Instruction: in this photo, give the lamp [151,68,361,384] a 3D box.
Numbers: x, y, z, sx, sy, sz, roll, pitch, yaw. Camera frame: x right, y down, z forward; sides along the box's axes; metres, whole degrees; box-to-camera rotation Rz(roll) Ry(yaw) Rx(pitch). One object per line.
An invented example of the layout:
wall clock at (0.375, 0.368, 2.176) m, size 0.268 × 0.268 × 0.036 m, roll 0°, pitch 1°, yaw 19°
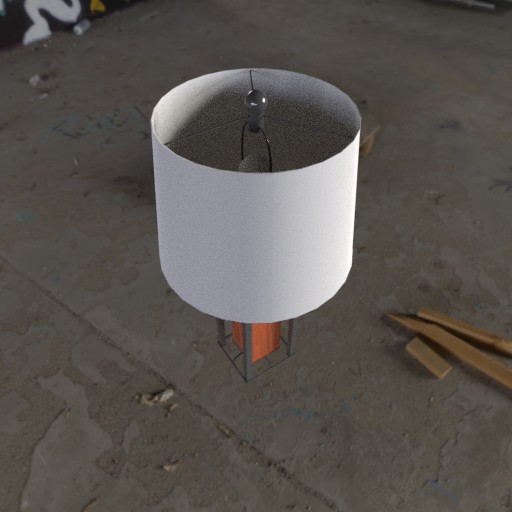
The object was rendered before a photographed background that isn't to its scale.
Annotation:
lamp at (0.000, 0.000, 0.762) m, size 0.320 × 0.591 × 0.320 m, roll 0°, pitch 46°, yaw 0°
